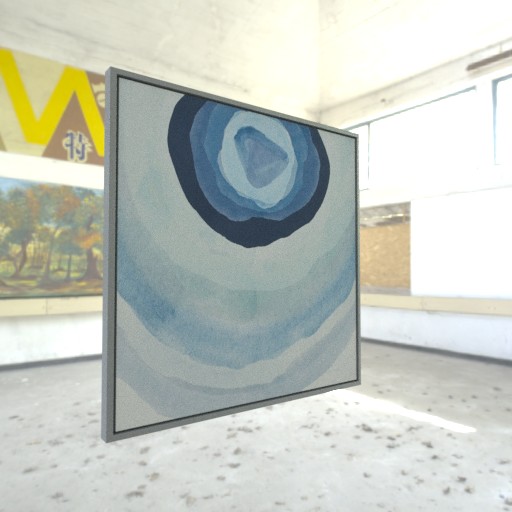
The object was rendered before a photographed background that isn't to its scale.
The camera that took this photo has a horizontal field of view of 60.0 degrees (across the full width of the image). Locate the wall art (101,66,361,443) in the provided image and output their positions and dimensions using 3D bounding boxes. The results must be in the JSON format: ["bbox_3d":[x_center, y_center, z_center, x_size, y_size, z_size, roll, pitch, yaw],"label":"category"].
[{"bbox_3d":[0.000,0.000,1.201,0.809,0.807,0.038,1,-2,-36],"label":"wall art"}]
